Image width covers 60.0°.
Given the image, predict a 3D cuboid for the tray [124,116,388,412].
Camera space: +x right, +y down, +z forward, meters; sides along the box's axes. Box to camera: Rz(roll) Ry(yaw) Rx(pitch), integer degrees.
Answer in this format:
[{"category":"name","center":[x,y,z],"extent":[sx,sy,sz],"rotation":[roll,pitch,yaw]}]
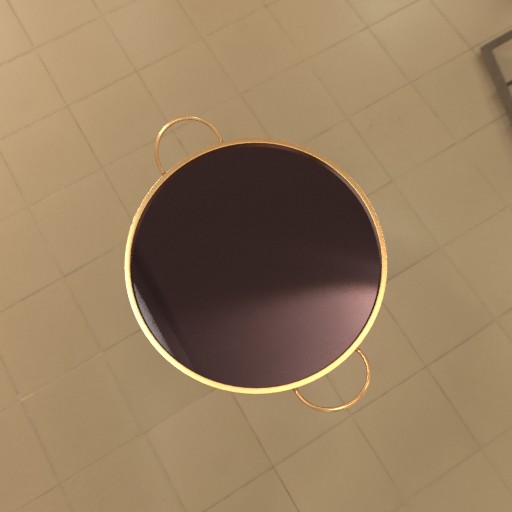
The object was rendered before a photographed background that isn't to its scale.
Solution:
[{"category":"tray","center":[0.000,0.000,0.733],"extent":[0.438,0.069,0.543],"rotation":[-31,78,-7]}]
